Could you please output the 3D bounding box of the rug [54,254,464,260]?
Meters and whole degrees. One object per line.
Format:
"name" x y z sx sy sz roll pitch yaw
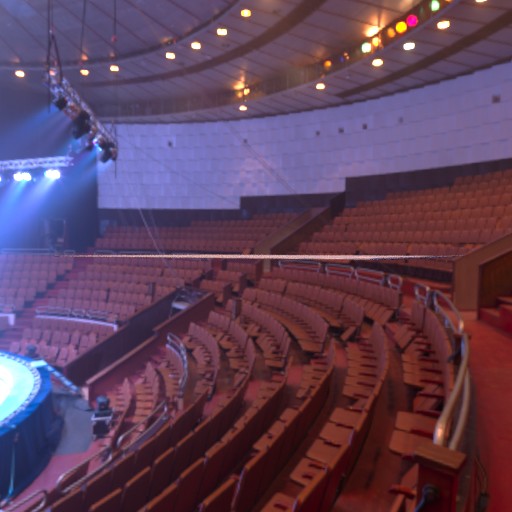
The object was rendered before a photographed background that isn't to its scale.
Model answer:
"rug" 0.000 0.000 2.963 2.315 0.010 1.544 0 1 36
